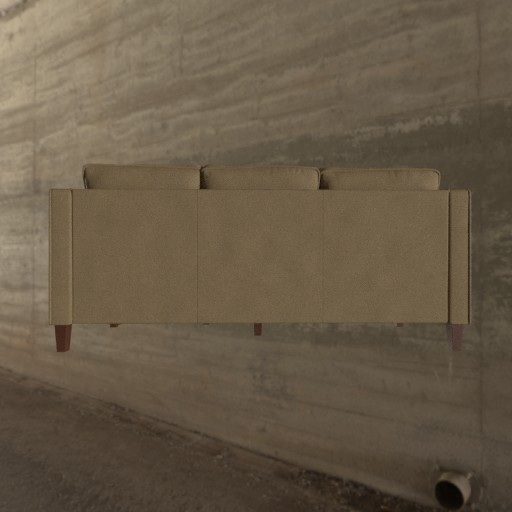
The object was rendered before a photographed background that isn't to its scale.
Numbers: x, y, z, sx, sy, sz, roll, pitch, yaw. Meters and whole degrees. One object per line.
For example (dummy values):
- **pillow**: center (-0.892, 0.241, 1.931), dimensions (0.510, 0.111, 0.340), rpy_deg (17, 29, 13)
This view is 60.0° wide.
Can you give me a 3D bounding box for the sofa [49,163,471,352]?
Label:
- **sofa**: center (0.000, 0.000, 3.309), dimensions (2.317, 1.066, 1.858), rpy_deg (0, -1, -1)
